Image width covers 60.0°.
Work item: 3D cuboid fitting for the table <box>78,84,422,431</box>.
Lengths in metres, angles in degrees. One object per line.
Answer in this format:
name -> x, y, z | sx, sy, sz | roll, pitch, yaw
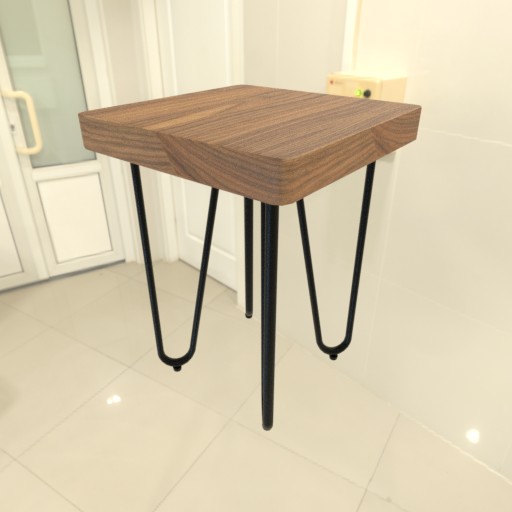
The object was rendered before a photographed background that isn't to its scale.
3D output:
table -> 0.000, 0.000, 1.001 | 0.479, 0.641, 0.480 | 21, 35, 33
